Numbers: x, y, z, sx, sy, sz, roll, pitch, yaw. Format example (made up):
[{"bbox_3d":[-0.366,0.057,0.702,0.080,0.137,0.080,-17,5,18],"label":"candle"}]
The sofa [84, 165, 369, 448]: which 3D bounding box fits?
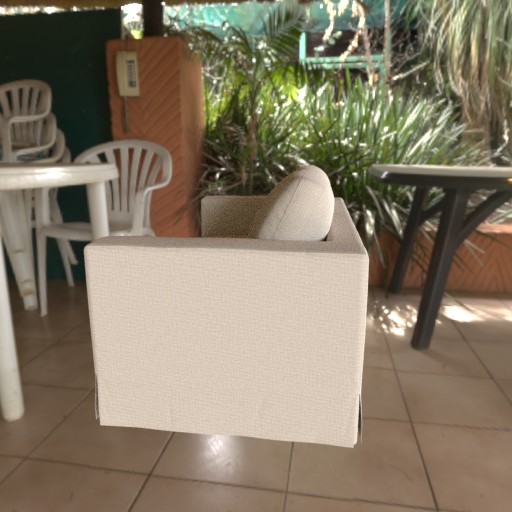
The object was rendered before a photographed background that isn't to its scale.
[{"bbox_3d":[0.000,0.000,2.389,1.009,0.932,1.813,2,13,8],"label":"sofa"}]
